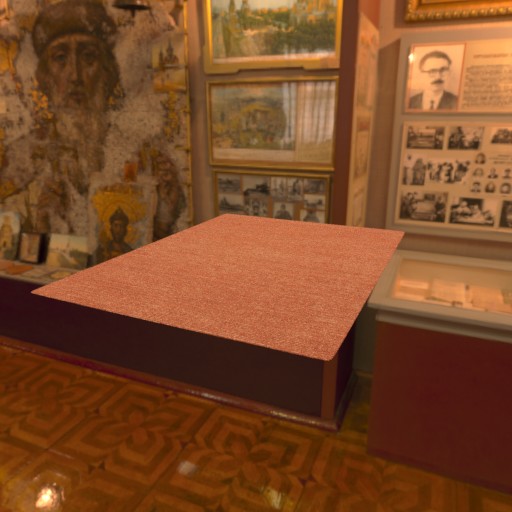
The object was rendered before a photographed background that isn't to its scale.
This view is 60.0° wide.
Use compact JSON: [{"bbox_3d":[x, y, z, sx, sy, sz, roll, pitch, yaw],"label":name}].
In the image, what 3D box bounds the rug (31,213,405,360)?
[{"bbox_3d":[0.000,0.000,2.868,1.594,0.009,2.112,8,19,24],"label":"rug"}]
